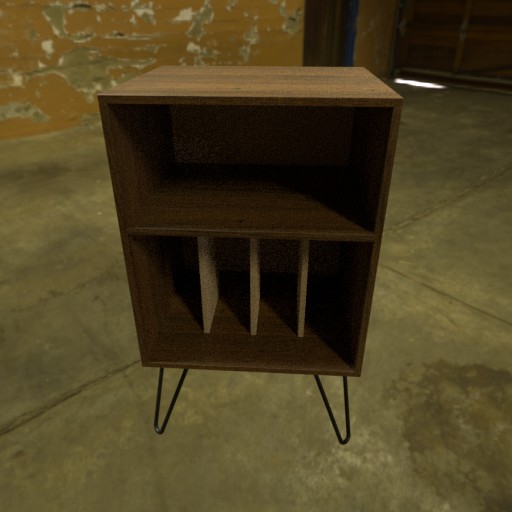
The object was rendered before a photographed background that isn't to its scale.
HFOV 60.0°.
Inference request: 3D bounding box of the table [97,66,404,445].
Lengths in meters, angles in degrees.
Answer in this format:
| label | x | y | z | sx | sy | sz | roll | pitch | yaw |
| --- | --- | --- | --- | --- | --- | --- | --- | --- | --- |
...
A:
| label | x | y | z | sx | sy | sz | roll | pitch | yaw |
| --- | --- | --- | --- | --- | --- | --- | --- | --- | --- |
| table | 0.000 | 0.000 | 1.154 | 0.526 | 0.866 | 0.457 | 2 | 29 | 3 |
